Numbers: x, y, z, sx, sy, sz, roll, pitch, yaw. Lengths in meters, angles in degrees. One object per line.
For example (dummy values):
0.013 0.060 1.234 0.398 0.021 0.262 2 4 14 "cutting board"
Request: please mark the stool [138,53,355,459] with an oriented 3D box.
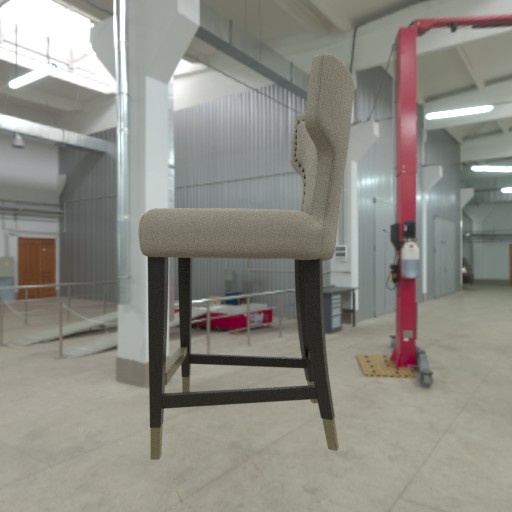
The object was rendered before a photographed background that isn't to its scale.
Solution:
0.000 0.000 1.306 0.563 0.982 0.527 0 0 0 "stool"
